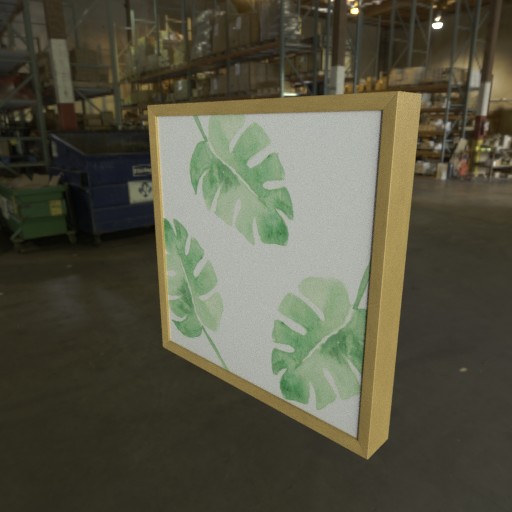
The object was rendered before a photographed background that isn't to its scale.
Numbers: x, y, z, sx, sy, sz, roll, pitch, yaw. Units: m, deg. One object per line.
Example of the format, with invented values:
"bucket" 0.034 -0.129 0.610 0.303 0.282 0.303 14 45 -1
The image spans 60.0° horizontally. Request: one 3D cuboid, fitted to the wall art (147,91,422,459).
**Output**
"wall art" 0.000 0.000 0.460 0.305 0.305 0.038 15 22 41
